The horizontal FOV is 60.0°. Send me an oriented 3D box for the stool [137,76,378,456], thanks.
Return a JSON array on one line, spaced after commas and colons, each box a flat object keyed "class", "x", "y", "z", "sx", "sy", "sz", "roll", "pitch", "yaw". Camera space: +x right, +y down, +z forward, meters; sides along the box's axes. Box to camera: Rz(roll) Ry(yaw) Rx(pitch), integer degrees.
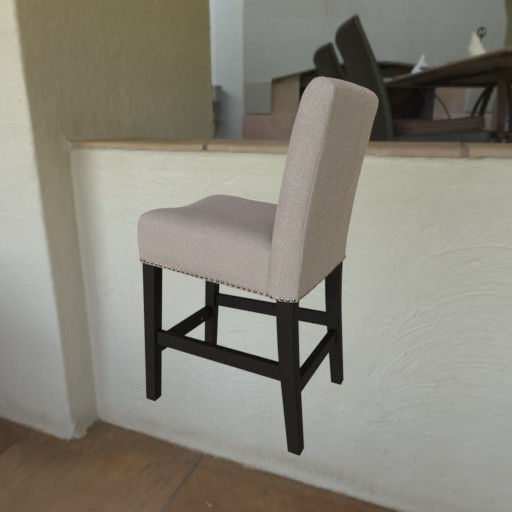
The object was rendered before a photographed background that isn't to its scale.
[{"class": "stool", "x": 0.000, "y": 0.000, "z": 1.245, "sx": 0.571, "sy": 0.885, "sz": 0.427, "roll": 8, "pitch": 18, "yaw": 25}]
